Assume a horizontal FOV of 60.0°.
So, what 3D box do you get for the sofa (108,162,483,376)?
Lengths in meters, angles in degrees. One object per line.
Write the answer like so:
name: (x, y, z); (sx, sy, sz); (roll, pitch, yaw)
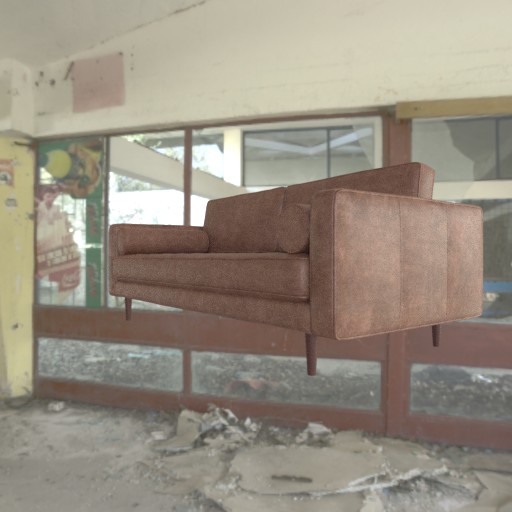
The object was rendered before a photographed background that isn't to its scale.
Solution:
sofa: (0.000, 0.000, 2.242); (0.910, 0.760, 1.870); (0, 0, -38)
